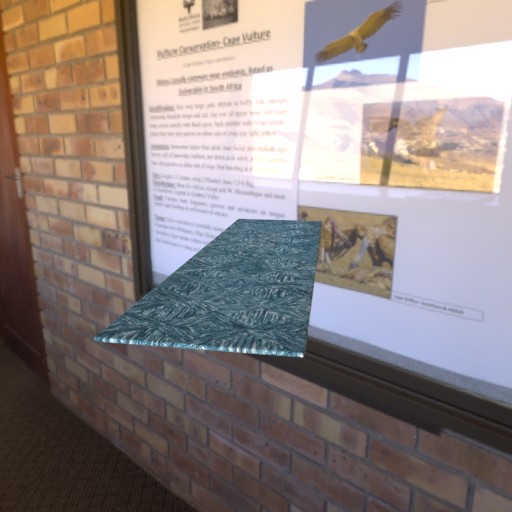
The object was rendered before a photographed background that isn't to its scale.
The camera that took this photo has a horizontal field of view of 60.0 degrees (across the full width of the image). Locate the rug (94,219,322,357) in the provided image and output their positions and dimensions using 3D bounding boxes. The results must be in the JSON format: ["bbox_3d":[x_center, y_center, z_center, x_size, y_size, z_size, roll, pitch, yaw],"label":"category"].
[{"bbox_3d":[0.000,0.000,2.458,0.676,0.016,2.286,2,15,9],"label":"rug"}]
